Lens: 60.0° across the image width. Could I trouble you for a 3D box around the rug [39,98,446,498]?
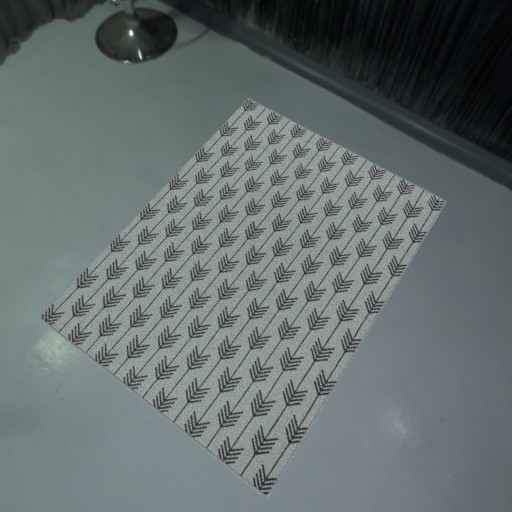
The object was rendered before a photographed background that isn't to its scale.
[{"bbox_3d":[0.000,0.000,3.990,2.330,0.010,3.061,32,68,15],"label":"rug"}]
